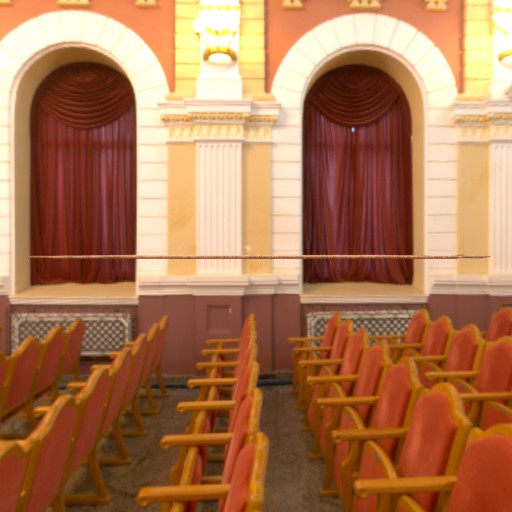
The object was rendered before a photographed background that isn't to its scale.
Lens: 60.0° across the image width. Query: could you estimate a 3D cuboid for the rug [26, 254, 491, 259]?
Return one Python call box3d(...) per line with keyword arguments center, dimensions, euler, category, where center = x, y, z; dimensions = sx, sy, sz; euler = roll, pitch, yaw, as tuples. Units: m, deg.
box3d(center=(0.000, 0.000, 2.054), dimensions=(1.718, 0.017, 0.905), euler=(0, 0, -1), category="rug")
